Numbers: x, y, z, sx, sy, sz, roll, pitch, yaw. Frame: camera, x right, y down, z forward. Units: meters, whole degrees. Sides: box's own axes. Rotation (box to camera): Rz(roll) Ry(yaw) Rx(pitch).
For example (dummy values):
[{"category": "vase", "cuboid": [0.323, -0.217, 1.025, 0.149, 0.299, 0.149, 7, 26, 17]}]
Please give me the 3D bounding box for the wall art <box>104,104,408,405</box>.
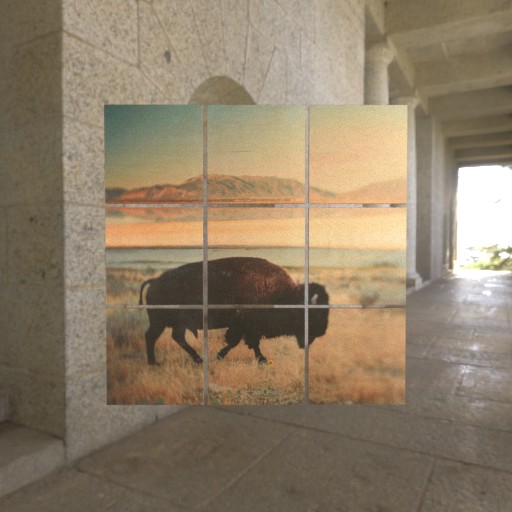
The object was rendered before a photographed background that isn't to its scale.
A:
[{"category": "wall art", "cuboid": [0.000, 0.000, 1.808, 1.221, 1.218, 0.019, 0, 1, 0]}]
